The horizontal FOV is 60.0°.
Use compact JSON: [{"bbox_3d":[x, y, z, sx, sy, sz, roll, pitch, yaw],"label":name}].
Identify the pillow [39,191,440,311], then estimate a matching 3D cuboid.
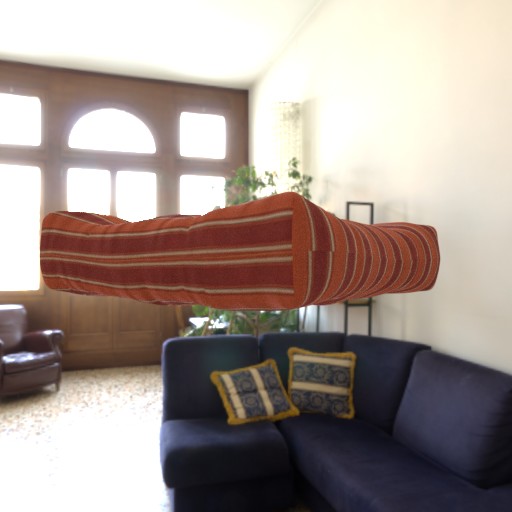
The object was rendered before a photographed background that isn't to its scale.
[{"bbox_3d":[0.000,0.000,0.715,0.468,0.133,0.490,0,-1,36],"label":"pillow"}]
